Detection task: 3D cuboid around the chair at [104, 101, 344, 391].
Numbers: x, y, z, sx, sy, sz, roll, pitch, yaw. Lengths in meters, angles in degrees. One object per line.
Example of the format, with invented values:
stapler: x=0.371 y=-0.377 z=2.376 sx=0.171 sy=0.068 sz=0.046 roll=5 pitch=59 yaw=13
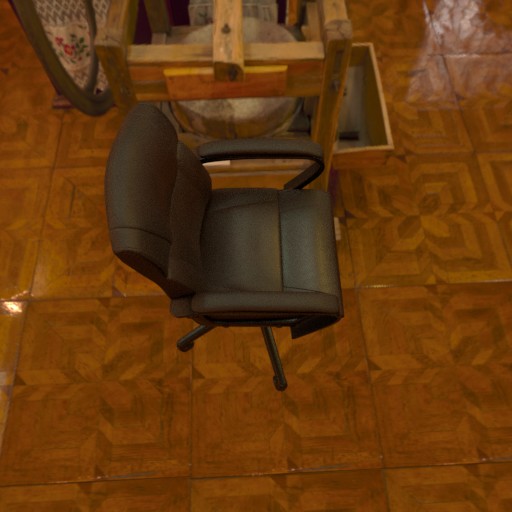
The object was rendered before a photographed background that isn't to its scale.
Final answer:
chair: x=0.000 y=0.000 z=1.488 sx=0.717 sy=1.004 sz=0.739 roll=0 pitch=64 yaw=0
